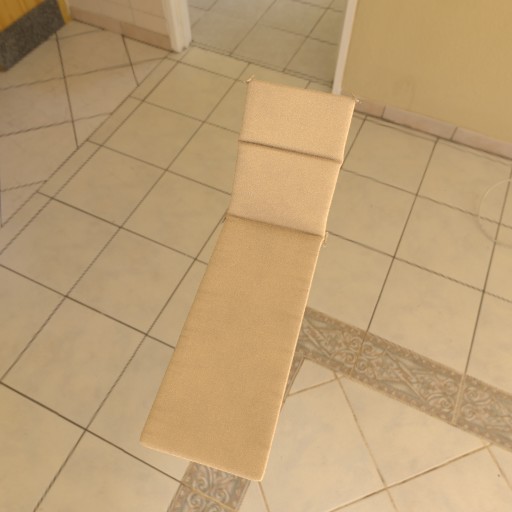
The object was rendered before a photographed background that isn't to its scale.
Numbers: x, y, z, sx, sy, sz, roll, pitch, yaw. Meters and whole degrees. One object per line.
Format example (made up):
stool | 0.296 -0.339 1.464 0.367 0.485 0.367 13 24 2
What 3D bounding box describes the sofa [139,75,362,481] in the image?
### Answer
sofa | 0.000 0.000 1.946 0.582 0.622 1.663 14 59 8
